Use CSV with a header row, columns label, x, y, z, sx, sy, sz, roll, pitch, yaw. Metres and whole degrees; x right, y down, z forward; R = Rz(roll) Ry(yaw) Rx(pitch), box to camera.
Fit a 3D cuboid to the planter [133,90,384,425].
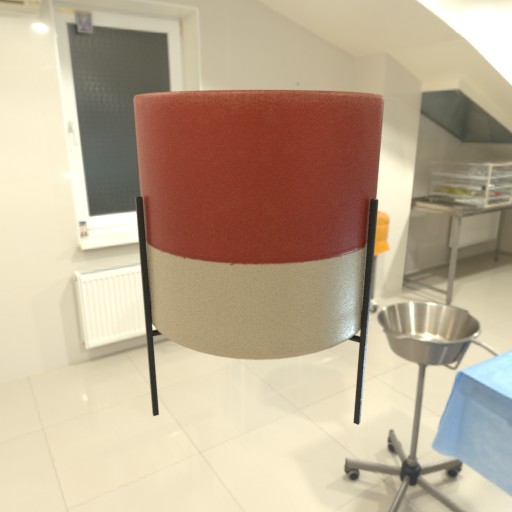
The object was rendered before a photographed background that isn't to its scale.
label,x,y,z,sx,sy,sz,roll,pitch,yaw
planter,0.000,0.000,0.689,0.354,0.465,0.345,-8,19,-25
